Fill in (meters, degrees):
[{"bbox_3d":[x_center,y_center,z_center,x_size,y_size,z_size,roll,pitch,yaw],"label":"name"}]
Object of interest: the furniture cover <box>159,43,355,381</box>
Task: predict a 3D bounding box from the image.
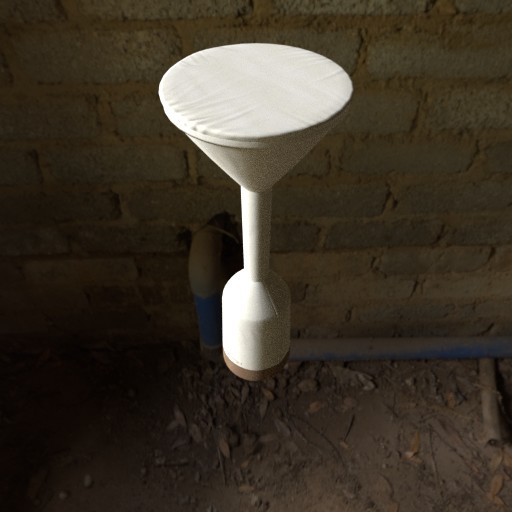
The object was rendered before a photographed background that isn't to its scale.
[{"bbox_3d":[0.000,0.000,2.966,0.914,2.413,0.914,-32,55,-26],"label":"furniture cover"}]
